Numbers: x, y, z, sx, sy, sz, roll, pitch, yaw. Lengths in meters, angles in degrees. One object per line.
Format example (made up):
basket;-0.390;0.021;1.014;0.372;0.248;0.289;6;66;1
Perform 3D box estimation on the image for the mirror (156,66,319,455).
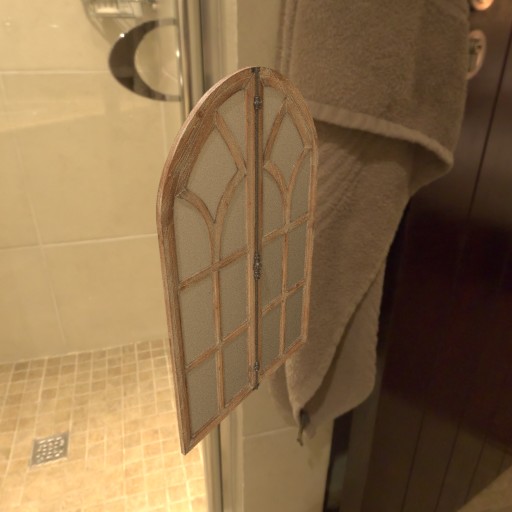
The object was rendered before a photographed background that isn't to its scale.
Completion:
mirror;0.000;0.000;1.163;0.032;0.915;0.609;19;32;33
